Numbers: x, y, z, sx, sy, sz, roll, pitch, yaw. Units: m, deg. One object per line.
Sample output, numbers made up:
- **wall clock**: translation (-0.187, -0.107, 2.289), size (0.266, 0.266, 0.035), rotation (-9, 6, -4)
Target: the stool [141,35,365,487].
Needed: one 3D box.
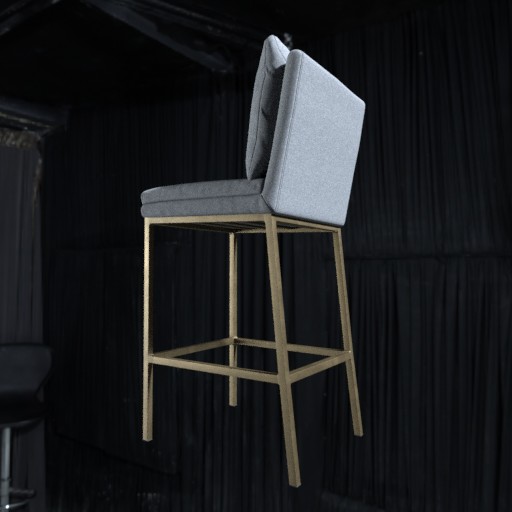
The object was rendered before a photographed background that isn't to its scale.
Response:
- **stool**: translation (0.000, 0.000, 1.403), size (0.569, 1.130, 0.463), rotation (-1, -2, 35)
